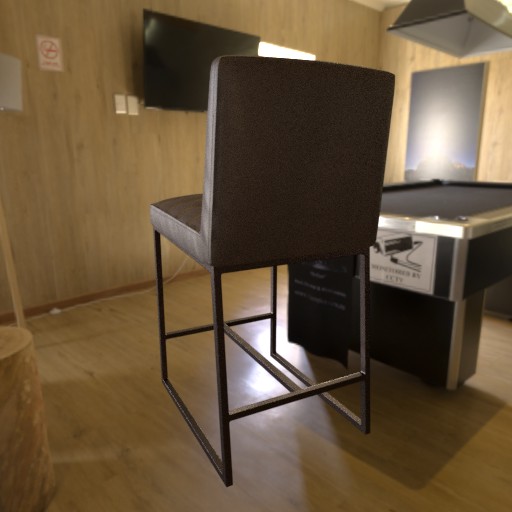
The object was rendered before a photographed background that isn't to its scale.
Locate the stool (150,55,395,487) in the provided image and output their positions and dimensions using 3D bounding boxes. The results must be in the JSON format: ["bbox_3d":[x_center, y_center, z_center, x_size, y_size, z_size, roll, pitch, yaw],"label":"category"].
[{"bbox_3d":[0.000,0.000,1.250,0.463,0.946,0.562,-7,16,-27],"label":"stool"}]
